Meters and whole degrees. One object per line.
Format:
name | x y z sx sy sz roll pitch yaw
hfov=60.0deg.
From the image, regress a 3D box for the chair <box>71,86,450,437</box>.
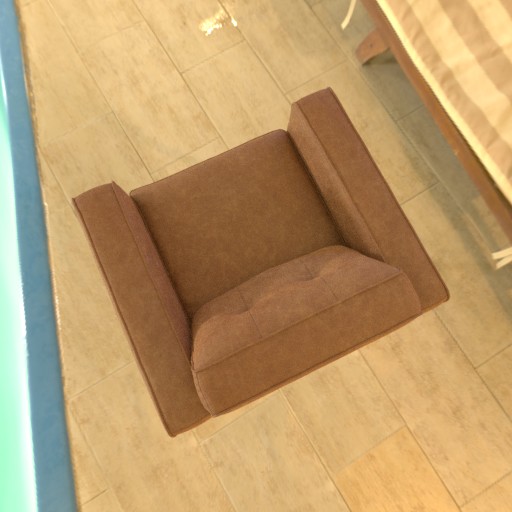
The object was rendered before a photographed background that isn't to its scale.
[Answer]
chair | 0.000 0.000 1.760 1.118 0.782 0.952 -25 78 -6
